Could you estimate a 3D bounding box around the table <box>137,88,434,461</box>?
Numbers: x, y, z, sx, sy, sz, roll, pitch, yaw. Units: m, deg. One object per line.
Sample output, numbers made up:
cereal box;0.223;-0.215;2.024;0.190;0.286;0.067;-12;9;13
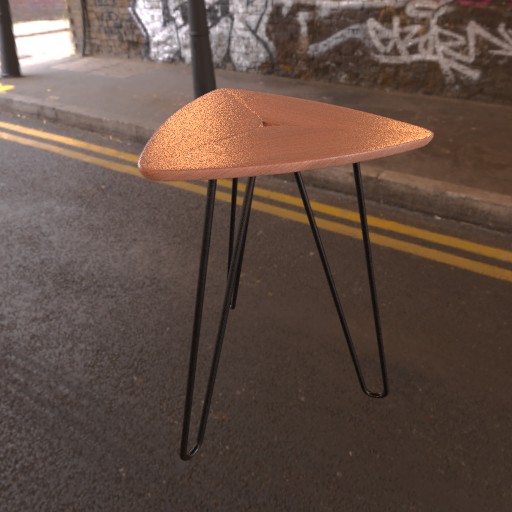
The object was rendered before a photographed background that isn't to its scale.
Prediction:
table;0.000;0.000;0.891;0.442;0.564;0.455;-11;34;-16
